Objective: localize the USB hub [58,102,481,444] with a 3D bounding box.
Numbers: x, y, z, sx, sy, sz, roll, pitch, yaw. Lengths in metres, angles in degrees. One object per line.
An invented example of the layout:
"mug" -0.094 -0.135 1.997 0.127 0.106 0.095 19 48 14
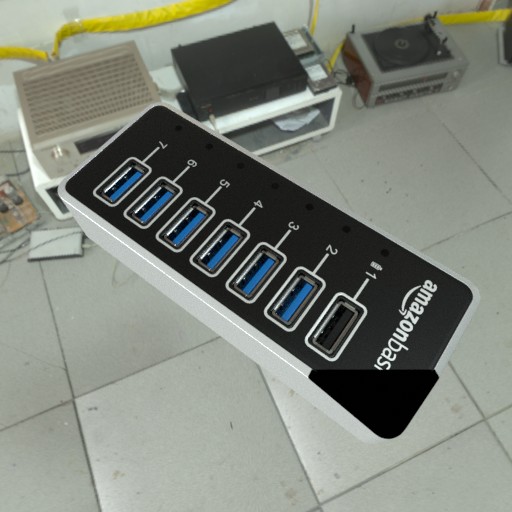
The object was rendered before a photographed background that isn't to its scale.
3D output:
"USB hub" 0.000 0.000 0.126 0.110 0.023 0.044 34 68 16
